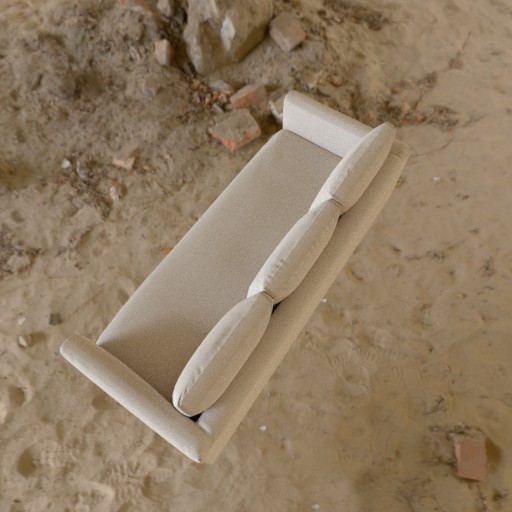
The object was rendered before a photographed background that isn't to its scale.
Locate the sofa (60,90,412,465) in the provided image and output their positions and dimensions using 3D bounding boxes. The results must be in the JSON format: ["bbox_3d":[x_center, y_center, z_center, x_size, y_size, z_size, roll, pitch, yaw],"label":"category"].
[{"bbox_3d":[0.000,0.000,2.685,0.902,0.911,2.198,31,67,15],"label":"sofa"}]
